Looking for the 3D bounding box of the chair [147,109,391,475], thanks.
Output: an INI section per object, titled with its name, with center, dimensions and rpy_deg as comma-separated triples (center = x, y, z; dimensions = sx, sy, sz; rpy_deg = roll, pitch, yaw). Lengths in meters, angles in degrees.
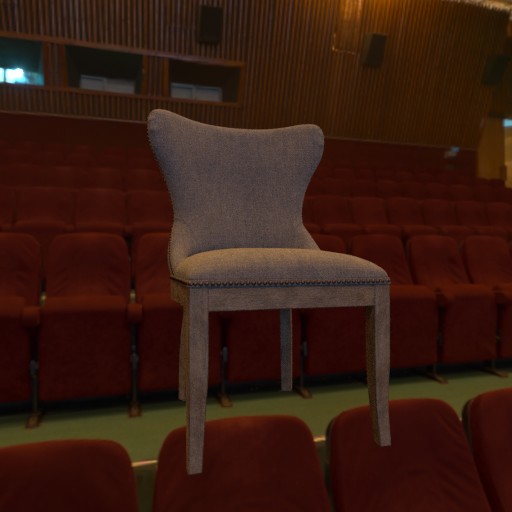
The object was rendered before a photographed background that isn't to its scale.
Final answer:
[chair]
center = 0.000, 0.000, 1.410
dimensions = 0.654, 1.002, 0.681
rpy_deg = 0, -1, -18
